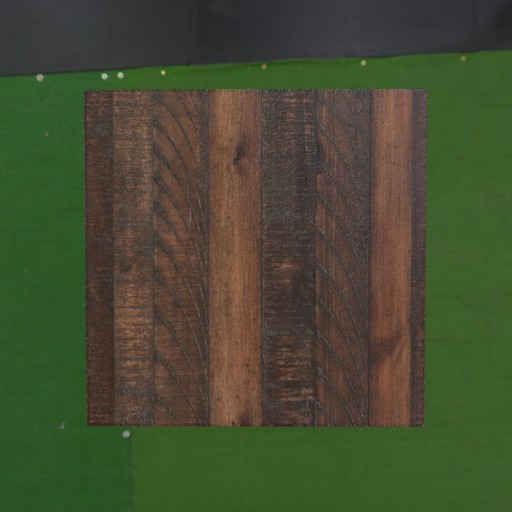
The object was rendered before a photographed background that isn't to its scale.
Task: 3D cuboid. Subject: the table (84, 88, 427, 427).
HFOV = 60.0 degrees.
[{"bbox_3d":[0.000,0.000,0.960,0.553,0.482,0.548,0,91,0],"label":"table"}]
